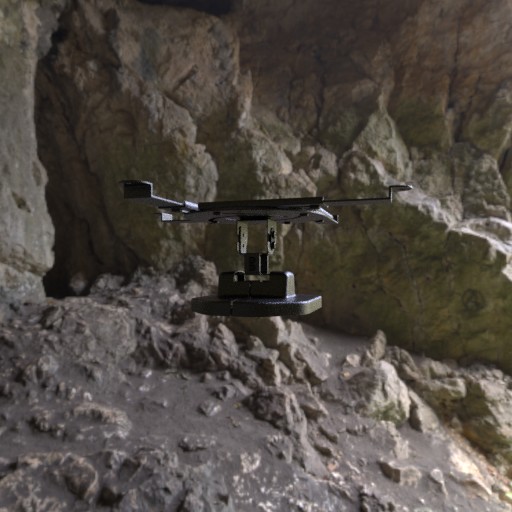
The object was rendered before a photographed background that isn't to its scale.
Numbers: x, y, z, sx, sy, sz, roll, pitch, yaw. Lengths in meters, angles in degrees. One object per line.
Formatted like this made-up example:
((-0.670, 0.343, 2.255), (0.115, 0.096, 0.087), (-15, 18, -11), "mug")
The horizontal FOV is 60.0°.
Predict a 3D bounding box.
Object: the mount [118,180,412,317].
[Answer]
((0.000, 0.000, 0.595), (0.394, 0.141, 0.394), (0, -1, 18), "mount")
